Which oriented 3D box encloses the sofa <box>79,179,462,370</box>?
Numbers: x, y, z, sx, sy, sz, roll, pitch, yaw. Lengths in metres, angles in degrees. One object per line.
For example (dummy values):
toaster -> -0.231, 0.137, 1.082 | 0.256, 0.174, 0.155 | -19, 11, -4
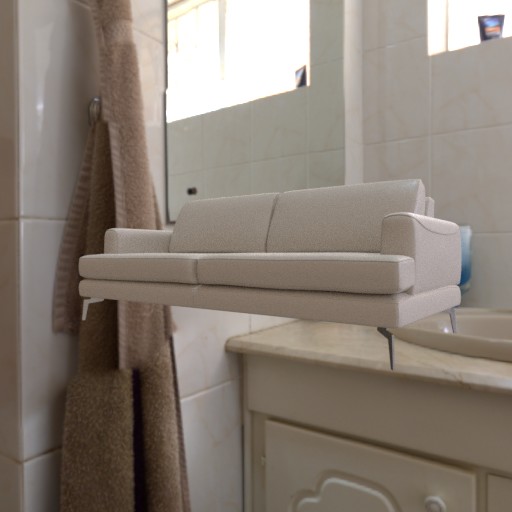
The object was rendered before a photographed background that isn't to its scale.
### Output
sofa -> 0.000, 0.000, 2.436 | 1.940, 0.765, 0.974 | 0, 0, 37
